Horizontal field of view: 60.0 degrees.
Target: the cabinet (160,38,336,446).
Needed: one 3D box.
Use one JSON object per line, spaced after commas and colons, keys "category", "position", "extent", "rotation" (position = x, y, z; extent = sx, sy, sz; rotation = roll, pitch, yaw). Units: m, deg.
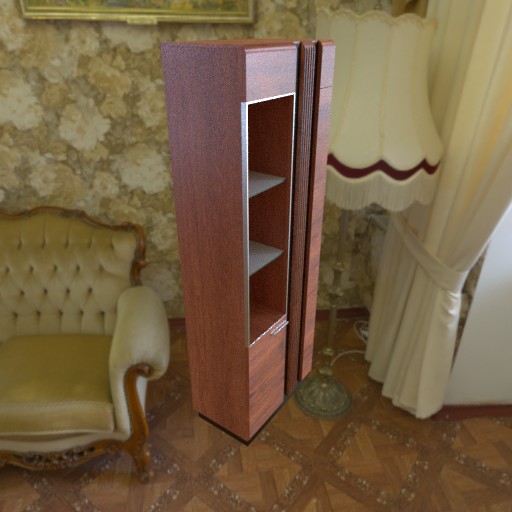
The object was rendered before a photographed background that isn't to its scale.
{"category": "cabinet", "position": [0.000, 0.000, 2.267], "extent": [0.420, 1.980, 0.660], "rotation": [18, 33, 31]}
